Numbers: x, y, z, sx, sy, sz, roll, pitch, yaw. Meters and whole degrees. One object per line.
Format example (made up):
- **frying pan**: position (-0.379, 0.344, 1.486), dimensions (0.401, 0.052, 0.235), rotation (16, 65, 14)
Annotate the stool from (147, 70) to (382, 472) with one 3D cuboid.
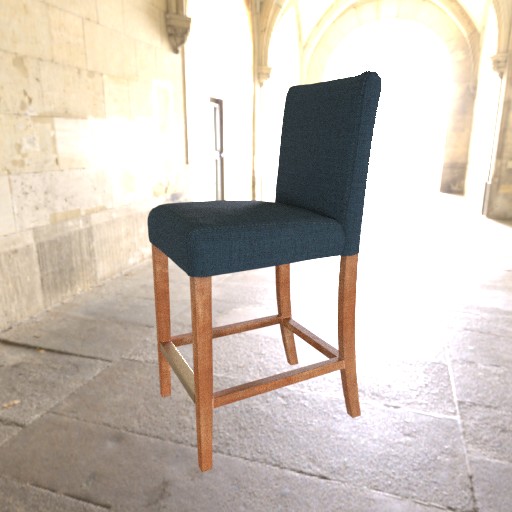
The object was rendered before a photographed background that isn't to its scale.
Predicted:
- **stool**: position (0.000, 0.000, 1.353), dimensions (0.567, 1.039, 0.454), rotation (-7, 17, -26)
